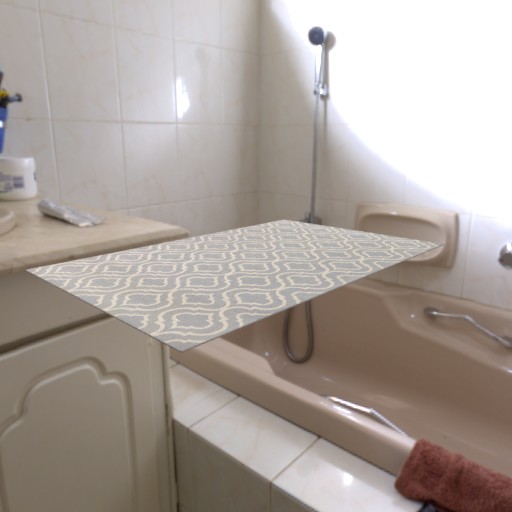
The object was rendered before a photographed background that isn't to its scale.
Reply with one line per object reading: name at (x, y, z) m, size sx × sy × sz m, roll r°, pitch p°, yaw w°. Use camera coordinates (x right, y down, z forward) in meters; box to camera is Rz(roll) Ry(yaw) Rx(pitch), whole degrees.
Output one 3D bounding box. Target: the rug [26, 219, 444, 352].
rug at (0.000, 0.000, 2.177) m, size 1.141 × 0.015 × 1.749 m, roll 14°, pitch 20°, yaw 42°
